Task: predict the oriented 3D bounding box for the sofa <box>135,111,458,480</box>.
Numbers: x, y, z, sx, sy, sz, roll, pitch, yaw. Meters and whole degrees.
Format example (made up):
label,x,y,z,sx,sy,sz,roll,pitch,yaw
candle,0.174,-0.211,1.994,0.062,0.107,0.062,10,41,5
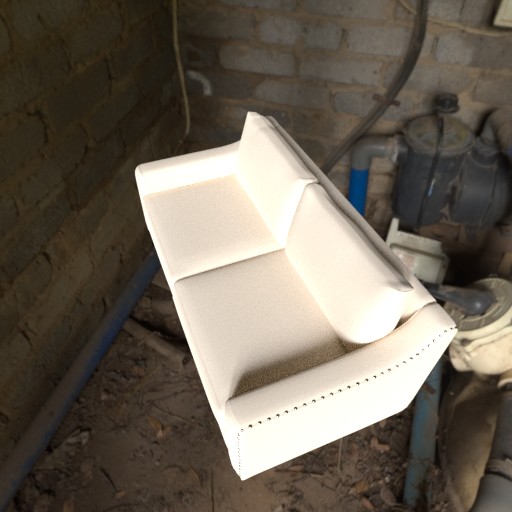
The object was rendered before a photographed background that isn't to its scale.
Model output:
label,x,y,z,sx,sy,sz,roll,pitch,yaw
sofa,0.000,0.000,2.352,0.949,0.830,1.812,-16,47,-15
